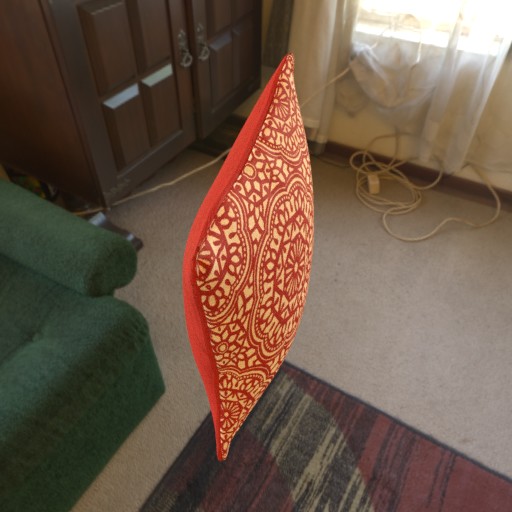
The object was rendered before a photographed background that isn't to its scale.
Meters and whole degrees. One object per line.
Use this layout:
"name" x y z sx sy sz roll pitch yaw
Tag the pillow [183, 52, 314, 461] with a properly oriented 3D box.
"pillow" 0.000 0.000 0.646 0.162 0.419 0.438 9 46 9
